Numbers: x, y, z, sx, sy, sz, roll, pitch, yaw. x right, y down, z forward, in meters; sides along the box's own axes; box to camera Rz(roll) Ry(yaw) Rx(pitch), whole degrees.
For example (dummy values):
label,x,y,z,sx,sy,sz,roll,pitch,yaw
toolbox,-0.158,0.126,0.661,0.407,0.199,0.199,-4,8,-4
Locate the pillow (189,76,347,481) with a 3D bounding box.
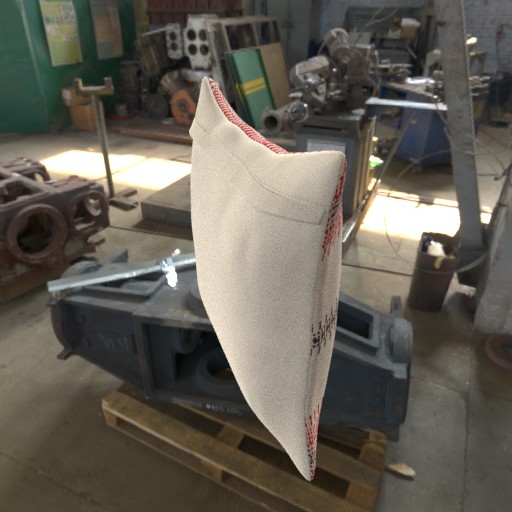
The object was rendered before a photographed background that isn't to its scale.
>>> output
label,x,y,z,sx,sy,sz,roll,pitch,yaw
pillow,0.000,0.000,0.677,0.160,0.454,0.463,-10,32,-17
